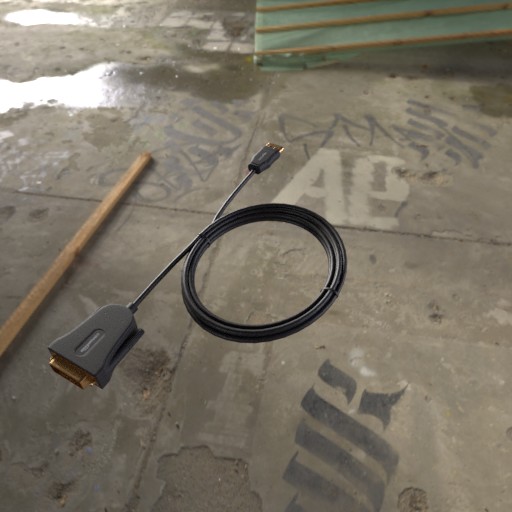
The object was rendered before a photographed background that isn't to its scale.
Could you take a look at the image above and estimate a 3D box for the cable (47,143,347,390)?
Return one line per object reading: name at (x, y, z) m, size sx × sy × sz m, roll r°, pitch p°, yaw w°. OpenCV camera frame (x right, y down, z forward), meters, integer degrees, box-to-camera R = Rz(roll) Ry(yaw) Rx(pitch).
cable at (0.000, 0.000, 0.328) m, size 0.136 × 0.015 × 0.281 m, roll 22°, pitch 49°, yaw 20°
